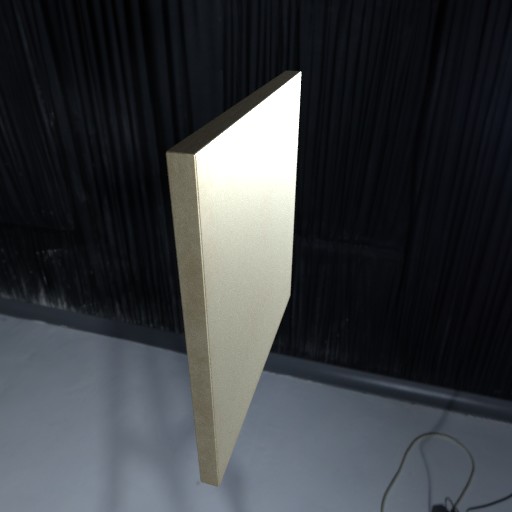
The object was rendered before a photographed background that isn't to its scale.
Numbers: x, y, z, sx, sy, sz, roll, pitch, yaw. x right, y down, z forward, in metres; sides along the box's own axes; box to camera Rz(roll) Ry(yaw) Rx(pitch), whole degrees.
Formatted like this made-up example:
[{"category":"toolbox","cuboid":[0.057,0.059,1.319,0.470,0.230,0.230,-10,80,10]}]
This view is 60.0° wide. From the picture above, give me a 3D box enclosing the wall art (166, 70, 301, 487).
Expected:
[{"category":"wall art","cuboid":[0.000,0.000,0.739,0.030,0.506,0.503,8,32,14]}]
